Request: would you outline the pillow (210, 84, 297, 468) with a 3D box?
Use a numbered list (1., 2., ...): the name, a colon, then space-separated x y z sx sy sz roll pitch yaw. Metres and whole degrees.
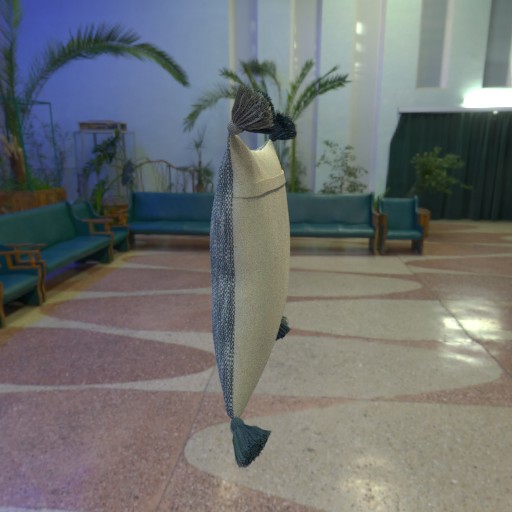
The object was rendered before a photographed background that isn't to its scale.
1. pillow: 0.000 0.000 0.938 0.138 0.634 0.614 2 14 9
